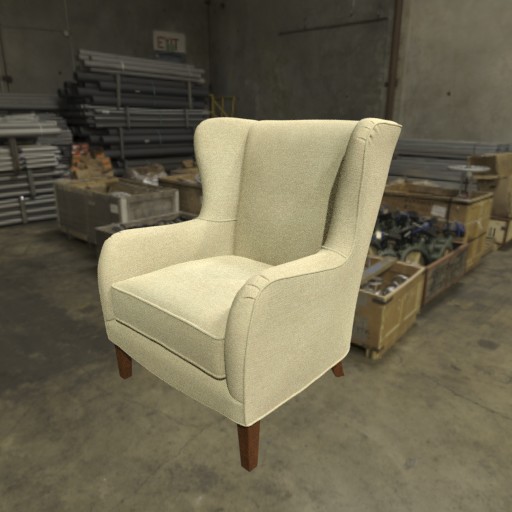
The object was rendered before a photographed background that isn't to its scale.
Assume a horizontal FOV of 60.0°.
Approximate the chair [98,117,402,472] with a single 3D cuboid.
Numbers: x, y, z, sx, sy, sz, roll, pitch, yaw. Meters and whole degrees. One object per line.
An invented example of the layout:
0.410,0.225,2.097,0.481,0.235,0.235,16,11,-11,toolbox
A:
0.000,0.000,1.748,0.838,1.040,0.966,16,24,41,chair
